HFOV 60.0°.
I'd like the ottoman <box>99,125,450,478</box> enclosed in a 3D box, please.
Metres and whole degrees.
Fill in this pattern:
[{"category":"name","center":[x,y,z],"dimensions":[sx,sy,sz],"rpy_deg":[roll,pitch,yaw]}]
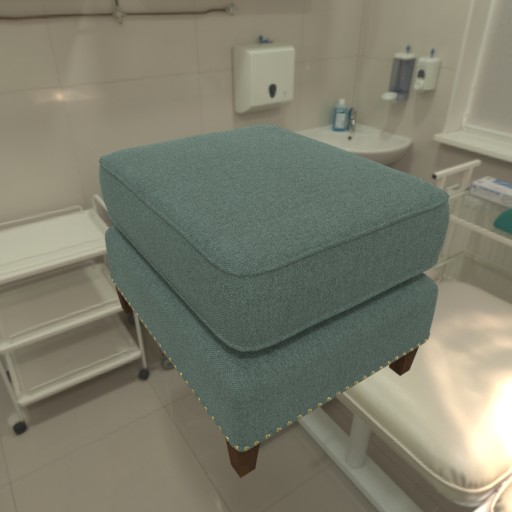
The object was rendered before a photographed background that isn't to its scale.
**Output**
[{"category":"ottoman","center":[0.000,0.000,1.150],"dimensions":[0.589,0.537,0.738],"rpy_deg":[-20,36,-29]}]
